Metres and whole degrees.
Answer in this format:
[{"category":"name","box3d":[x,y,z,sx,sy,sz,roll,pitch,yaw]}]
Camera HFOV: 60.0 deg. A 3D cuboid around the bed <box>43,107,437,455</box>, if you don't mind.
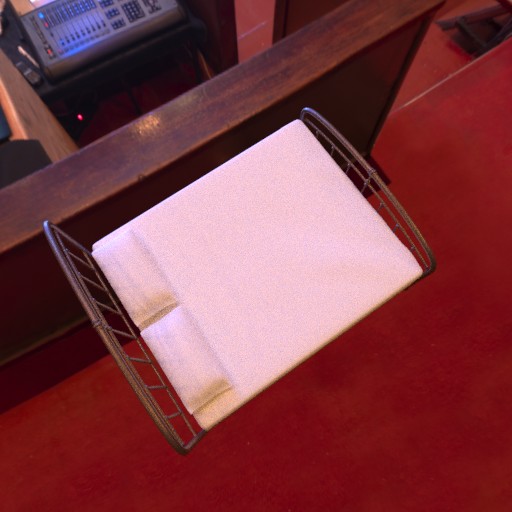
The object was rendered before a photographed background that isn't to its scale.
[{"category":"bed","box3d":[0.000,0.000,3.282,2.168,1.475,1.711,-34,77,-9]}]
